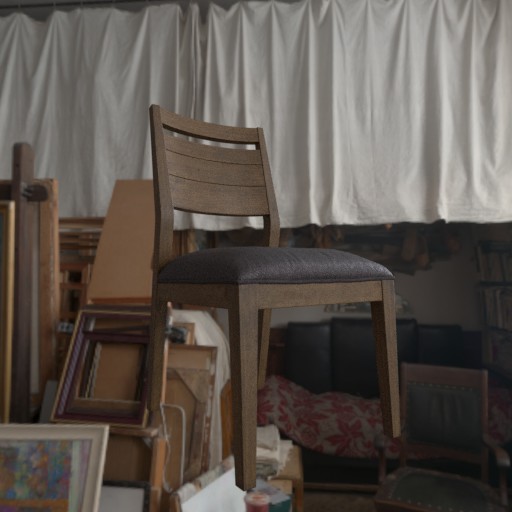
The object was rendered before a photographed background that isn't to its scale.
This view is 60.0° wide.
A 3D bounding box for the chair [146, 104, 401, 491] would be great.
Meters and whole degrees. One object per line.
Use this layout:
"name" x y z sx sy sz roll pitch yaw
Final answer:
"chair" 0.000 0.000 1.269 0.501 0.939 0.610 1 -1 -35
